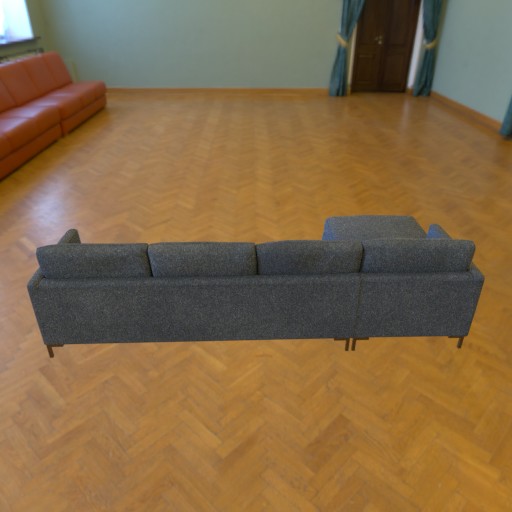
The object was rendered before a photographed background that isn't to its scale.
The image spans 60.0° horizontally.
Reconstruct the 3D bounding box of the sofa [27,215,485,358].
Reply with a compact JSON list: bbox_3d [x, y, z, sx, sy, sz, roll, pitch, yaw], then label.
[{"bbox_3d":[0.000,0.000,3.436,2.932,0.810,1.350,-1,30,-2],"label":"sofa"}]
